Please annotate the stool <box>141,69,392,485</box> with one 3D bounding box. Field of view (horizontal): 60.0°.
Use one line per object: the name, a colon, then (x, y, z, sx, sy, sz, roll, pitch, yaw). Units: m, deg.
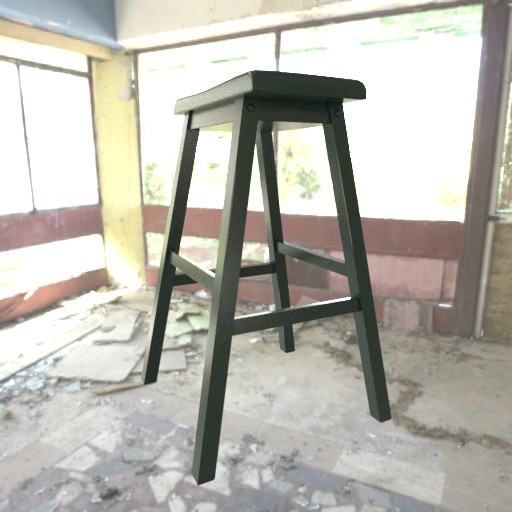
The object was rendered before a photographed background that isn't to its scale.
stool: (0.000, 0.000, 1.047, 0.476, 0.737, 0.457, -6, 14, -26)
